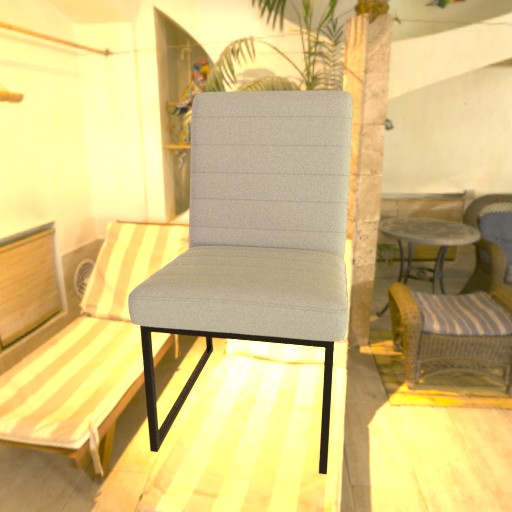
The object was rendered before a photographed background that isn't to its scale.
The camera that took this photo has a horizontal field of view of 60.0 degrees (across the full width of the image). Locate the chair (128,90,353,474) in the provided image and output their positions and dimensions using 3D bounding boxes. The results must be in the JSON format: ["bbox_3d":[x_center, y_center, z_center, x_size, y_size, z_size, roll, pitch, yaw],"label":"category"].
[{"bbox_3d":[0.000,0.000,1.283,0.520,0.930,0.634,3,17,10],"label":"chair"}]
